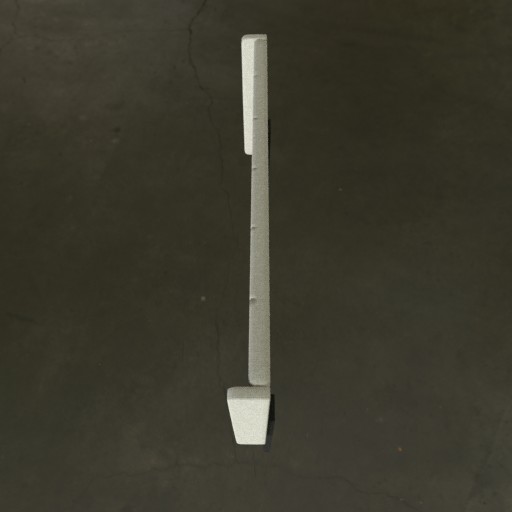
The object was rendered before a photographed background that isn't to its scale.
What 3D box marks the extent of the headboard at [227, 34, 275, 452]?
[{"bbox_3d":[0.000,0.000,2.652,0.184,1.524,2.051,0,58,0],"label":"headboard"}]
